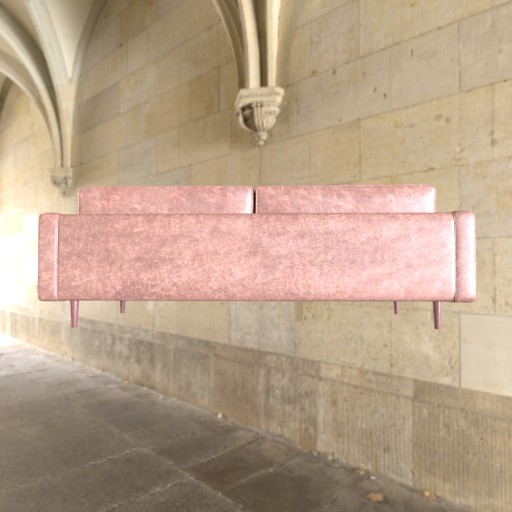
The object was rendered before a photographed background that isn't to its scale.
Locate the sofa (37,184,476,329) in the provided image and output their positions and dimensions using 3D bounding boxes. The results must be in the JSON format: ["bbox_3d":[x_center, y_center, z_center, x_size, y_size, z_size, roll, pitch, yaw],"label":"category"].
[{"bbox_3d":[0.000,0.000,2.653,2.210,0.762,0.914,0,-2,2],"label":"sofa"}]
